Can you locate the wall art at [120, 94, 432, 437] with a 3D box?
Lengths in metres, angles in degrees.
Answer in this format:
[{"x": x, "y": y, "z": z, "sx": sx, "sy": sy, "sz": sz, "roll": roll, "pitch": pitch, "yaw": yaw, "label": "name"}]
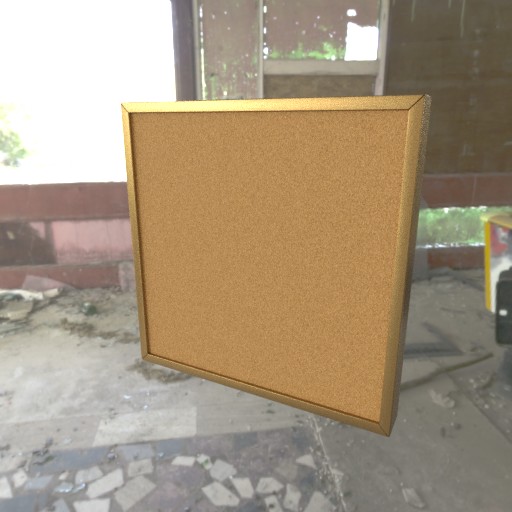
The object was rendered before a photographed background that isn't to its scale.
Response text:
[{"x": 0.000, "y": 0.000, "z": 0.458, "sx": 0.305, "sy": 0.305, "sz": 0.037, "roll": 9, "pitch": 19, "yaw": 27, "label": "wall art"}]
